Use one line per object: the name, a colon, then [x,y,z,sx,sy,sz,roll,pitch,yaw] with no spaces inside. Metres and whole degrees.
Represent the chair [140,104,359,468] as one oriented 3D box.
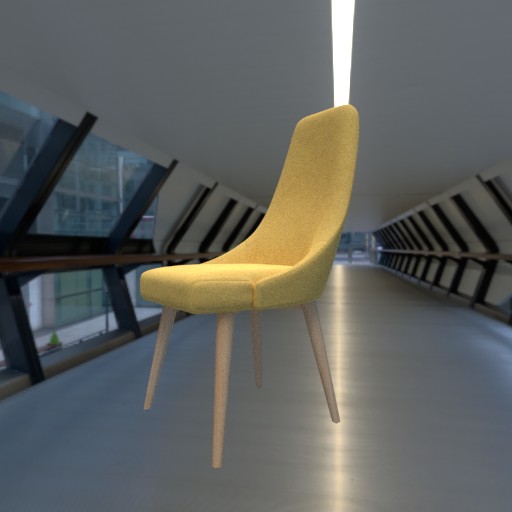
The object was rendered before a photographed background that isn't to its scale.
chair: [0.000,0.000,1.446,0.660,1.040,0.510,-1,2,-35]
